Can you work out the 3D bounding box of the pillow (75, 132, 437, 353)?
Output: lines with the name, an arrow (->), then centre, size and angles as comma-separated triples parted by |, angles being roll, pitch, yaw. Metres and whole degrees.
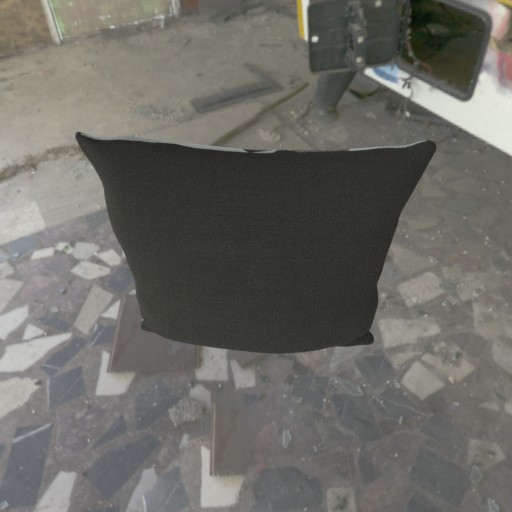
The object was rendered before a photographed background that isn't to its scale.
pillow -> 0.000, 0.000, 0.779 | 0.503, 0.496, 0.208 | 3, 47, 3
